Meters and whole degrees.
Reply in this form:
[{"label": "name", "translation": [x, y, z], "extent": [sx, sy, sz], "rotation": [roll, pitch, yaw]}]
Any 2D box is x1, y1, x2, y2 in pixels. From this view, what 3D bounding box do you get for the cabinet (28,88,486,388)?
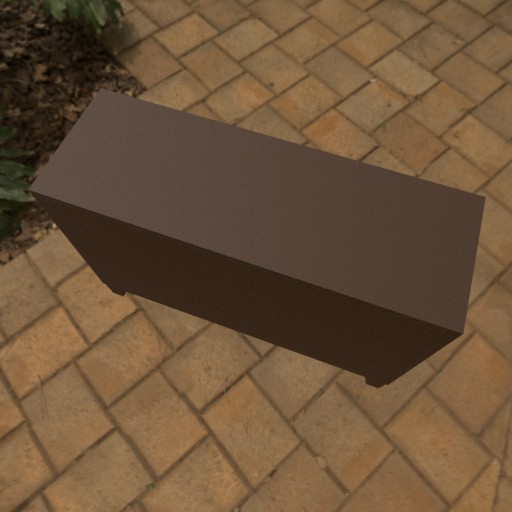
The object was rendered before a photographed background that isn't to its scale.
[{"label": "cabinet", "translation": [0.000, 0.000, 1.840], "extent": [1.396, 0.914, 0.482], "rotation": [18, 65, 9]}]
